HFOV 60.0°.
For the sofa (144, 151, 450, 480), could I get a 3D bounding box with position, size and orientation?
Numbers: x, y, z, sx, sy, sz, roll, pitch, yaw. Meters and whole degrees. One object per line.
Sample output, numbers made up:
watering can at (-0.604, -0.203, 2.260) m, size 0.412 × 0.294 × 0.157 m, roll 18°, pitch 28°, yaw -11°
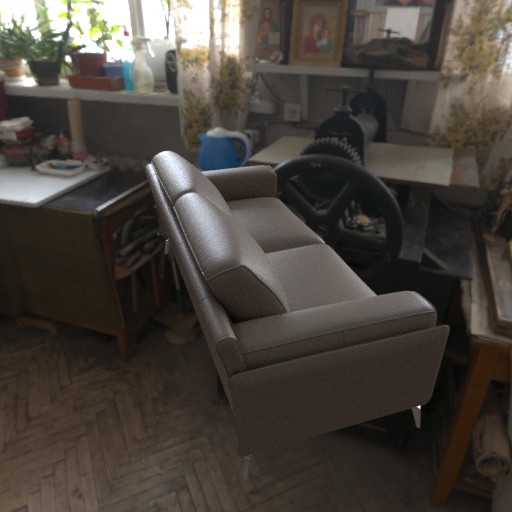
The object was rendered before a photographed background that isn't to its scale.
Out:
sofa at (0.000, 0.000, 2.558) m, size 1.049 × 0.930 × 2.101 m, roll -10°, pitch 31°, yaw -17°
